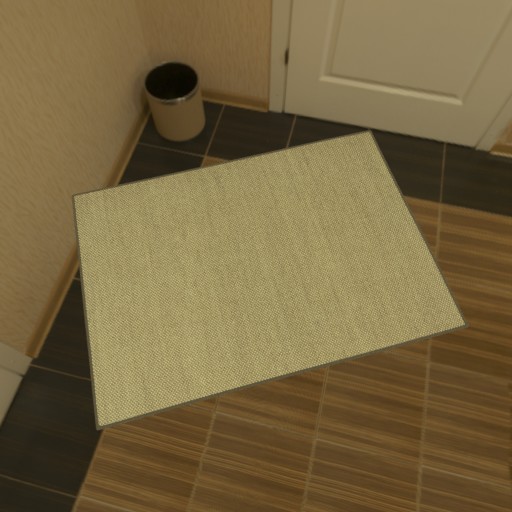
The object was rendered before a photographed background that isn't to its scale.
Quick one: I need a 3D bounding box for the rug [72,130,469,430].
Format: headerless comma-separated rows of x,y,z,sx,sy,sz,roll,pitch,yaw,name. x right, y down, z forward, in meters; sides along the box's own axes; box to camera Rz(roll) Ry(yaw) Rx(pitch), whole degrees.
0.000,0.000,2.749,2.133,0.012,1.523,-14,65,-7,rug
